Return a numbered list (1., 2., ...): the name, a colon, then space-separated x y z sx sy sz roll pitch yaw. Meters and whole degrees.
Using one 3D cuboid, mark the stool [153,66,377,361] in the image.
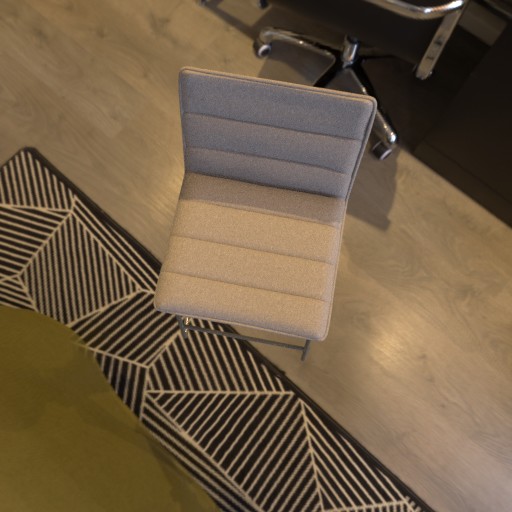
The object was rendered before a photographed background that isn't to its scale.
1. stool: 0.000 0.000 1.245 0.490 0.960 0.490 10 76 3
